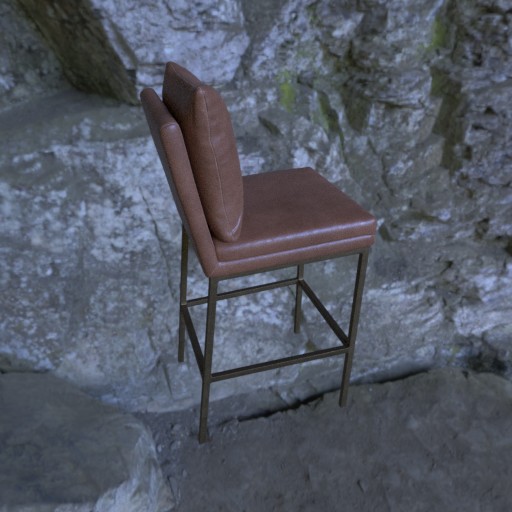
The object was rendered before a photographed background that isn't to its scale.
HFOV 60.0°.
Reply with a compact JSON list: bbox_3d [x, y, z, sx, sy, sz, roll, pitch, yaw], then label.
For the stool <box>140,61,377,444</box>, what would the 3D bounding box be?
[{"bbox_3d":[0.000,0.000,1.431,0.571,1.124,0.463,-10,32,-16],"label":"stool"}]
